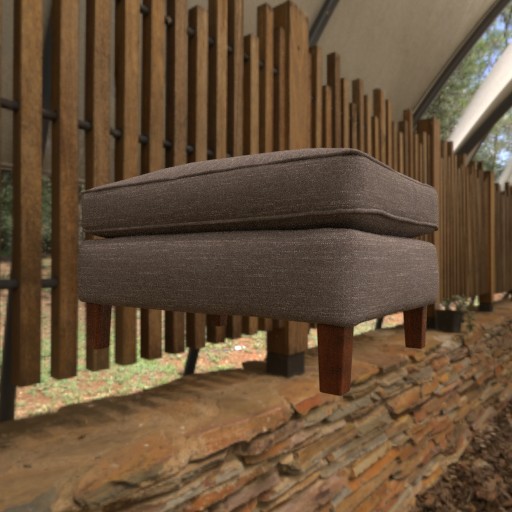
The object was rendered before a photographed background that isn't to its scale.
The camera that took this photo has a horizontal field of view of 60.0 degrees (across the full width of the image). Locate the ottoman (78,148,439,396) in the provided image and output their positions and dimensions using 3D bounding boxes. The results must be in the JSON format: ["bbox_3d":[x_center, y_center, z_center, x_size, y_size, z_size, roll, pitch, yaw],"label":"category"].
[{"bbox_3d":[0.000,0.000,0.989,0.686,0.406,0.508,0,-1,35],"label":"ottoman"}]
